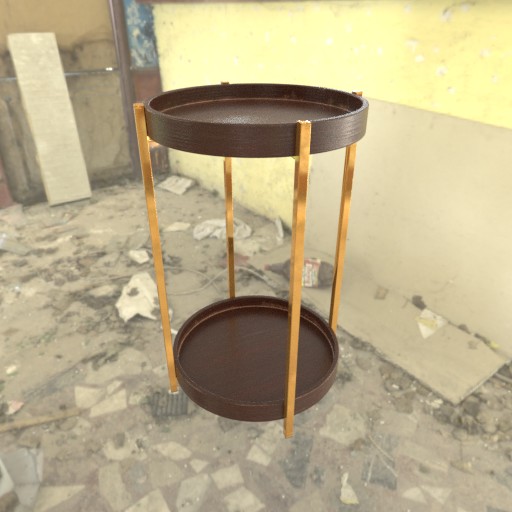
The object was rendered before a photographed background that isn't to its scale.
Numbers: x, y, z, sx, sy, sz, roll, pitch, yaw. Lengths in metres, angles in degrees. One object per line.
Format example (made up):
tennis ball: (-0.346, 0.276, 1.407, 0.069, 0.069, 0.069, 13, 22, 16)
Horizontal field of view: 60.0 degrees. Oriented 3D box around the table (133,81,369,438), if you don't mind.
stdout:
table: (0.000, 0.000, 0.890, 0.400, 0.610, 0.400, -10, 31, -17)
